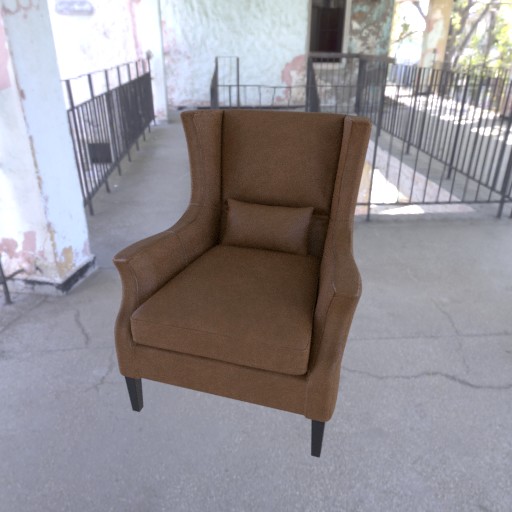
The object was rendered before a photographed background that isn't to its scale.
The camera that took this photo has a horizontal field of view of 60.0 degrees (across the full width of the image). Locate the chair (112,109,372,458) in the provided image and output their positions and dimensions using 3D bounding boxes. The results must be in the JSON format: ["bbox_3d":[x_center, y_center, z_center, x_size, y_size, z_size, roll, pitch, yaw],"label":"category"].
[{"bbox_3d":[0.000,0.000,1.740,0.852,1.016,0.925,8,27,16],"label":"chair"}]
